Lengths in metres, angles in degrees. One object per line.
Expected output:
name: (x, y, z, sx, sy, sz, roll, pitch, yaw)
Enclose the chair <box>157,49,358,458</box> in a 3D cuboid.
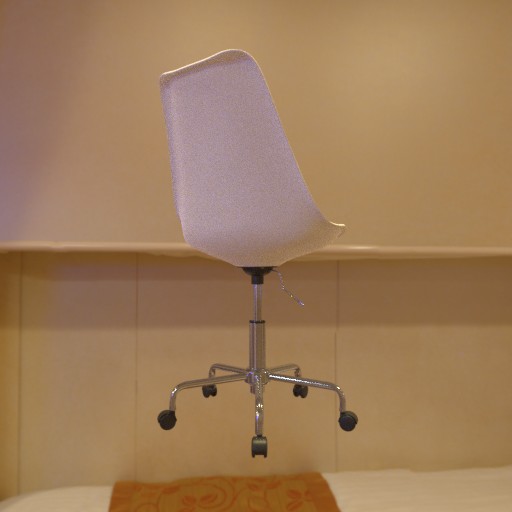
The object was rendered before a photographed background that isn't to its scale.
chair: (0.000, 0.000, 1.274, 0.550, 0.930, 0.550, -1, -1, 37)
